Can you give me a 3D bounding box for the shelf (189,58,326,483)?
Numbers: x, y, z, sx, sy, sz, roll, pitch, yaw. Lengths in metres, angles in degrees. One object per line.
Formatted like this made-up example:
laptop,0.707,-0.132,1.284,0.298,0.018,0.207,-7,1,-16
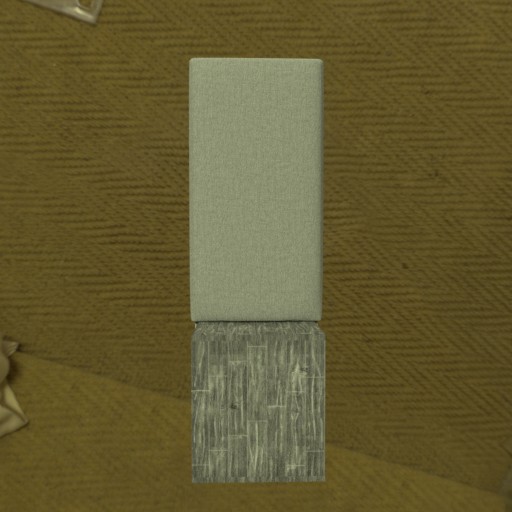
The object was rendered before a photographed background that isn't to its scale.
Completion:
shelf,0.000,0.000,1.608,0.457,0.633,1.342,0,92,-1
